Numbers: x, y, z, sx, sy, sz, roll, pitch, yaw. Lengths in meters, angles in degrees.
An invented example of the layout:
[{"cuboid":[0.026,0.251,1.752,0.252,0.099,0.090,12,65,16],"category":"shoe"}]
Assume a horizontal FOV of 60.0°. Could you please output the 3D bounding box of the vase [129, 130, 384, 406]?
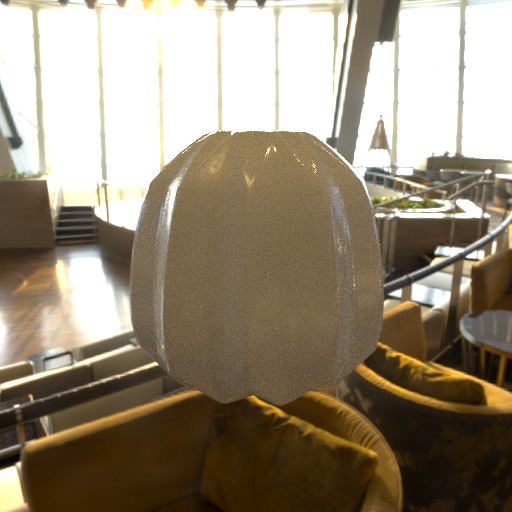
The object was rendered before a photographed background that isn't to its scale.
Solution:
[{"cuboid":[0.000,0.000,0.247,0.139,0.134,0.139,0,15,0],"category":"vase"}]
